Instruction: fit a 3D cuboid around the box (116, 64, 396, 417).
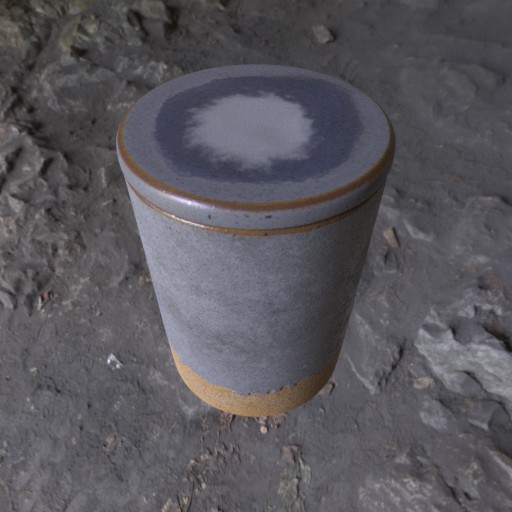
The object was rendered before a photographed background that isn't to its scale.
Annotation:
[{"bbox_3d":[0.000,0.000,0.248,0.118,0.168,0.118,0,46,0],"label":"box"}]
